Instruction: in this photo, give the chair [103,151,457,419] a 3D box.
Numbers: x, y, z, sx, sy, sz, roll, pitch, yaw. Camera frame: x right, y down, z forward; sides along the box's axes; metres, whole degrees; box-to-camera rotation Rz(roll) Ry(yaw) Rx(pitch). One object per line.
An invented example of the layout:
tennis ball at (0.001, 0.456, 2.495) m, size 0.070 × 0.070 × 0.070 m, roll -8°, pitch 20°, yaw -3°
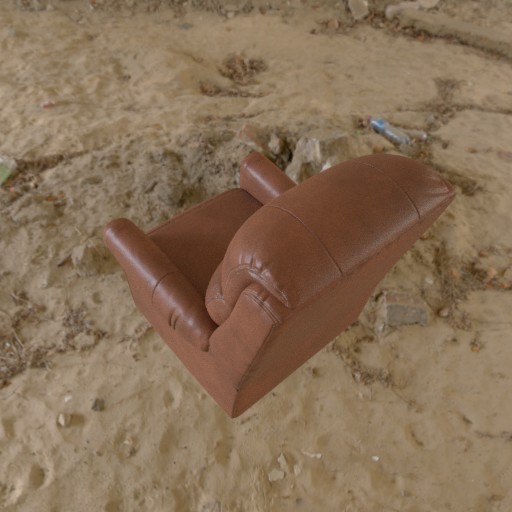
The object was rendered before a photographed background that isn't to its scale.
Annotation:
chair at (0.000, 0.000, 1.733) m, size 0.838 × 1.054 × 1.014 m, roll -32°, pitch 55°, yaw -26°
